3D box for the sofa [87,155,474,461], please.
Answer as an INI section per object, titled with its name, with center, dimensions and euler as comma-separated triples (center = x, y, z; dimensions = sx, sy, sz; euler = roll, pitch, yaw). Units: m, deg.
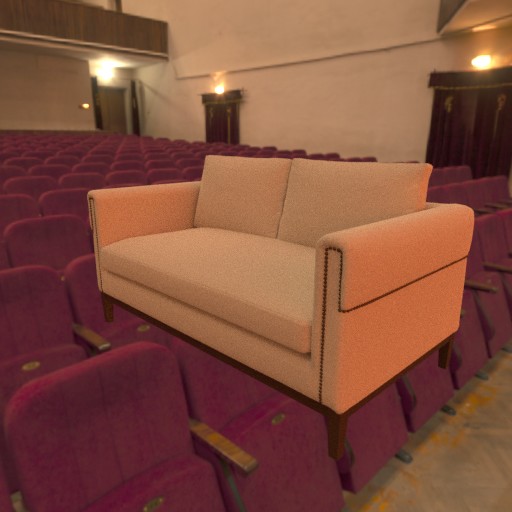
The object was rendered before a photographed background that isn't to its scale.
[sofa]
center = 0.000, 0.000, 2.052
dimensions = 0.905, 0.873, 1.598
euler = -14, 21, -43
